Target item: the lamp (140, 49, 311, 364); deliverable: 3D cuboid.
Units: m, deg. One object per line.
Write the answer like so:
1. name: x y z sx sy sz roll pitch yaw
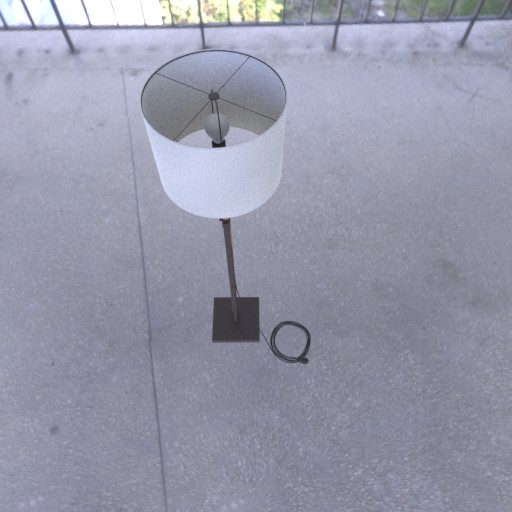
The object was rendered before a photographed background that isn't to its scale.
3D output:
1. lamp: 0.000 0.000 1.920 0.639 1.650 0.474 0 60 0
